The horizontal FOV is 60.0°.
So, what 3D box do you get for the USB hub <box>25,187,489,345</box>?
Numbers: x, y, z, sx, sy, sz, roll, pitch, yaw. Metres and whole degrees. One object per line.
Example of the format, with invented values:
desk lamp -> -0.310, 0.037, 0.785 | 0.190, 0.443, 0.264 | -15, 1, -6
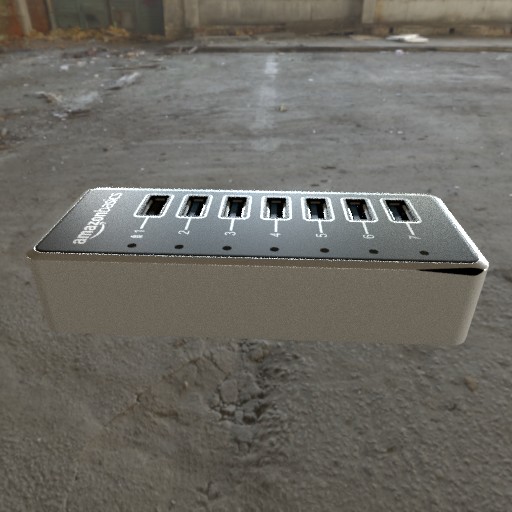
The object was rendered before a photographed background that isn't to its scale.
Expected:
USB hub -> 0.000, 0.000, 0.126 | 0.110, 0.023, 0.044 | 1, 31, 2
